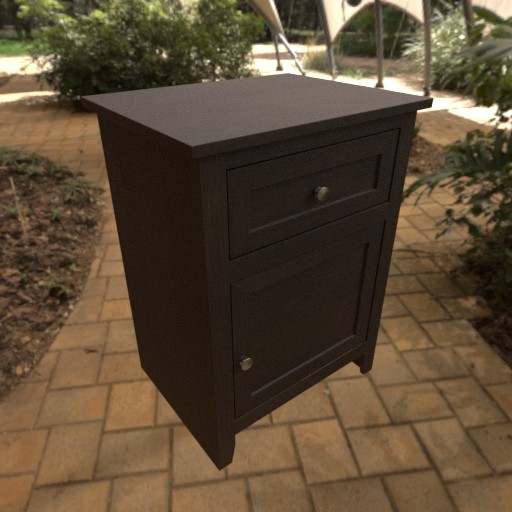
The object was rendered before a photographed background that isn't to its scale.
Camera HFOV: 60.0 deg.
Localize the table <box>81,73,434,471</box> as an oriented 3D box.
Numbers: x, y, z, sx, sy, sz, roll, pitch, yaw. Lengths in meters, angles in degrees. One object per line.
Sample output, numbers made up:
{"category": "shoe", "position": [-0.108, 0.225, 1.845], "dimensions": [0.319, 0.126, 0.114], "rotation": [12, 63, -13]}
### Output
{"category": "table", "position": [0.000, 0.000, 0.926], "dimensions": [0.480, 0.635, 0.381], "rotation": [-21, 36, -32]}
